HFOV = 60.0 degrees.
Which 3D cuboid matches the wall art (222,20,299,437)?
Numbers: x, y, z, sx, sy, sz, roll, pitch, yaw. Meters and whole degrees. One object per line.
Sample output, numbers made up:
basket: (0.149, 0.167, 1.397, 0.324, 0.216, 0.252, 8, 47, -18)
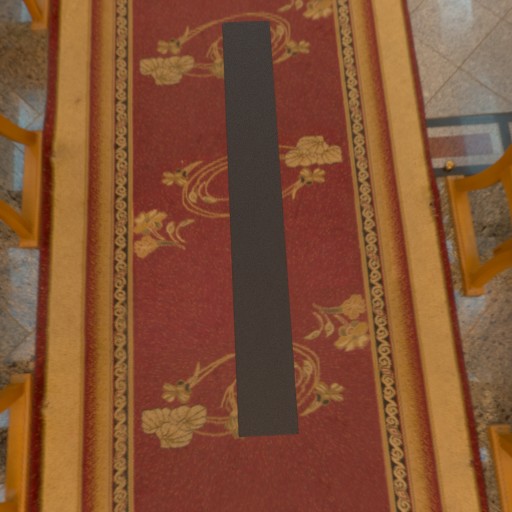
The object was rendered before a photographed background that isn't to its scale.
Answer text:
wall art: (0.000, 0.000, 0.459, 0.037, 0.305, 0.305, -3, 76, -1)
